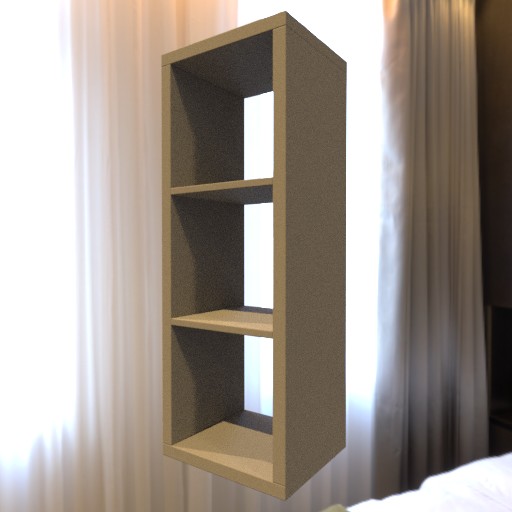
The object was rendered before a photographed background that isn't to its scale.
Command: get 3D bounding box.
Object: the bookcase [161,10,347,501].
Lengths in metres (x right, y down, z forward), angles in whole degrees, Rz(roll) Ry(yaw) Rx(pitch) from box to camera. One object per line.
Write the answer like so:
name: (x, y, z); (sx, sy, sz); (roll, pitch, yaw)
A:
bookcase: (0.000, 0.000, 1.221); (0.390, 1.080, 0.330); (1, 1, 35)
